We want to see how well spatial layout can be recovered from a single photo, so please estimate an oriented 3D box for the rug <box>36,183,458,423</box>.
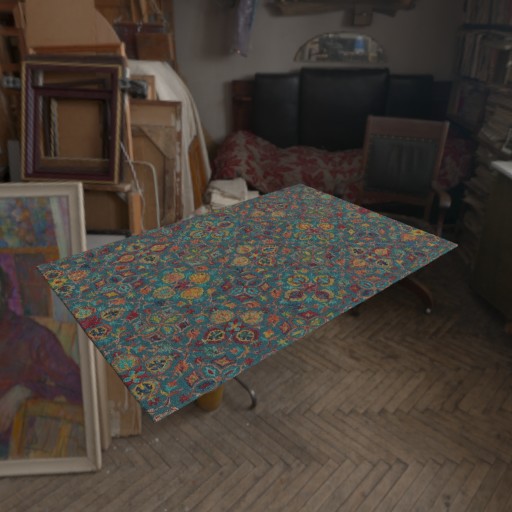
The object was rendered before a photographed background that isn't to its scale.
[{"bbox_3d":[0.000,0.000,2.300,1.836,0.014,1.216,-22,37,-34],"label":"rug"}]
